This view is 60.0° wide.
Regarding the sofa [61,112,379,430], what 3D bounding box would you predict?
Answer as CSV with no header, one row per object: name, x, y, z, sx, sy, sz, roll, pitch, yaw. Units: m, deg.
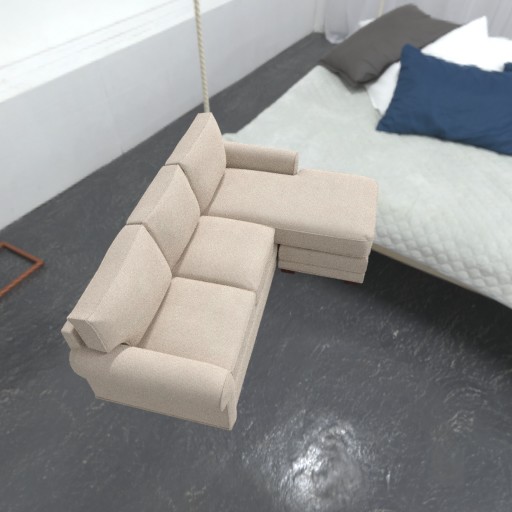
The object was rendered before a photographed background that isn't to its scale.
sofa,0.000,0.000,2.374,1.226,0.734,1.770,10,48,9
